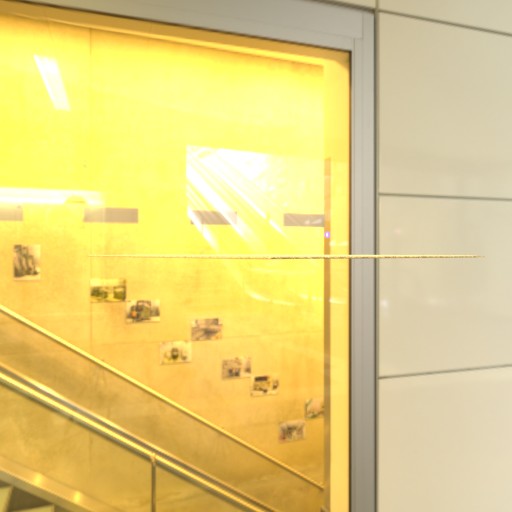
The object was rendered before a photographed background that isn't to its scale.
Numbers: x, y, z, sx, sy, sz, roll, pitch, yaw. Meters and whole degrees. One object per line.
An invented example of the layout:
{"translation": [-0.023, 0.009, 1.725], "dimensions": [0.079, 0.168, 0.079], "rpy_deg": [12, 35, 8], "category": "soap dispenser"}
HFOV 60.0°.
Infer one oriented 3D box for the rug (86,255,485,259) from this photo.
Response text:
{"translation": [0.000, 0.000, 2.902], "dimensions": [1.514, 0.011, 2.233], "rpy_deg": [0, 0, -37], "category": "rug"}
